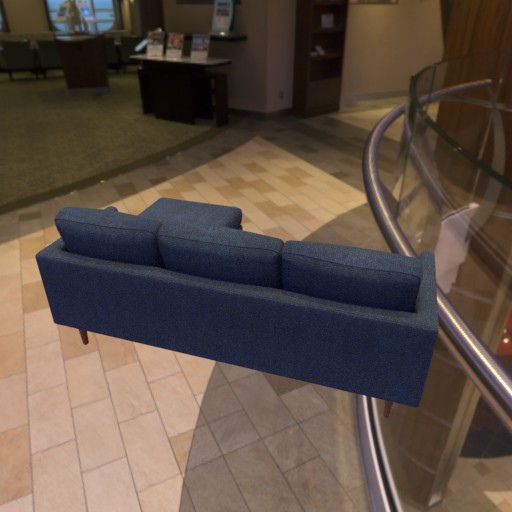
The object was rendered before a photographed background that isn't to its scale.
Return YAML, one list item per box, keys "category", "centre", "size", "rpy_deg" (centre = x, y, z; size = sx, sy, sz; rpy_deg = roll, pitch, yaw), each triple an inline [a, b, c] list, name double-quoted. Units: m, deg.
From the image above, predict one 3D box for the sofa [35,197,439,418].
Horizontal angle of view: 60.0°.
- category: "sofa"
  centre: [0.000, 0.000, 2.999]
  size: [2.233, 0.956, 1.504]
  rpy_deg: [9, 31, 15]
